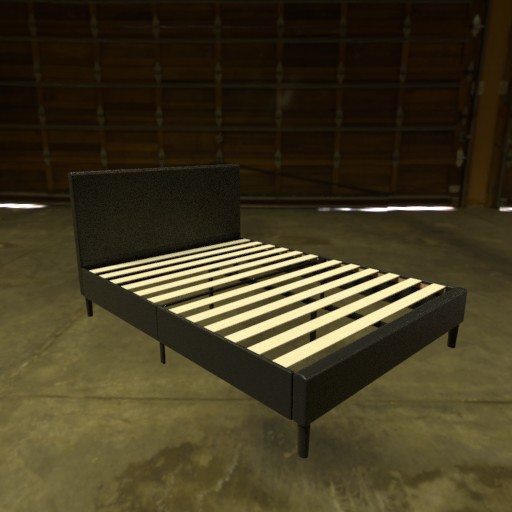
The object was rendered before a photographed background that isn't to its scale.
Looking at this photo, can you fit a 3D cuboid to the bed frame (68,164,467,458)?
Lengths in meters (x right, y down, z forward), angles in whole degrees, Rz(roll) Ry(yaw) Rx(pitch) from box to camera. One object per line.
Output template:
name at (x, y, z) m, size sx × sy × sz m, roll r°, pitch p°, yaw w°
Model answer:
bed frame at (0.000, 0.000, 3.136) m, size 1.634 × 1.127 × 2.318 m, roll -14°, pitch 20°, yaw -42°
